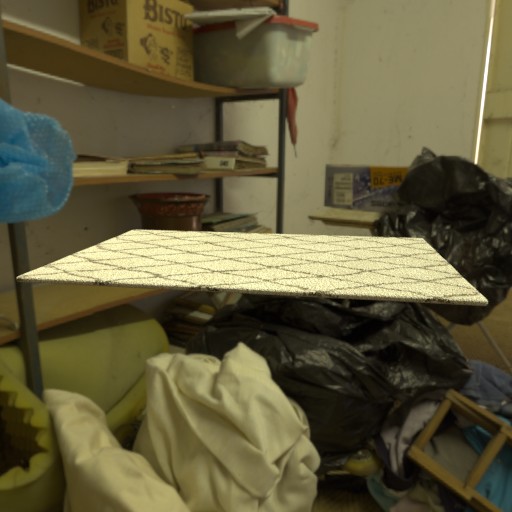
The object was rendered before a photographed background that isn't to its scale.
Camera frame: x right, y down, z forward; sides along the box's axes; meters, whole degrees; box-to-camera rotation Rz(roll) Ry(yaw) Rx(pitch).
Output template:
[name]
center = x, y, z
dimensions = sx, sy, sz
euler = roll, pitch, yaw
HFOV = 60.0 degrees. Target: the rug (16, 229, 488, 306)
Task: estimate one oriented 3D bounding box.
[rug]
center = 0.000, 0.000, 2.974
dimensions = 2.438, 0.030, 1.524
euler = 2, 14, 9
